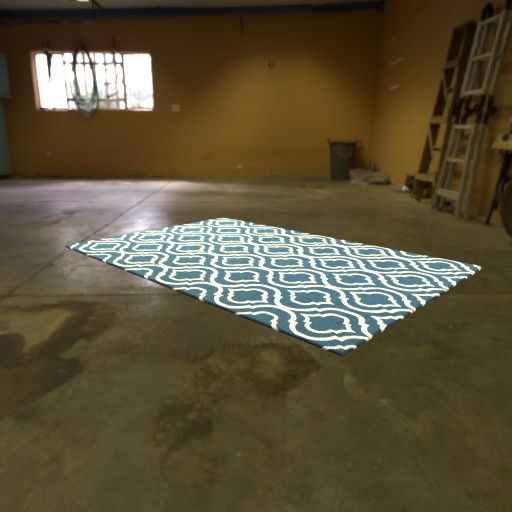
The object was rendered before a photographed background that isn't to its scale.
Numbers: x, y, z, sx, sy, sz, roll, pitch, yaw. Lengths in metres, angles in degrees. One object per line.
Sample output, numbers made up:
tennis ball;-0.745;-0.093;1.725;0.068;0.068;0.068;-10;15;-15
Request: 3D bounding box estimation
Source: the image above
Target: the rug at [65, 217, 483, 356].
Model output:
rug;0.000;0.000;2.190;1.753;0.010;1.143;14;21;42
